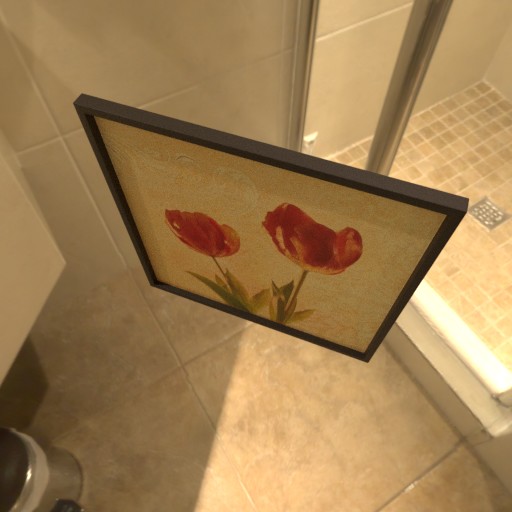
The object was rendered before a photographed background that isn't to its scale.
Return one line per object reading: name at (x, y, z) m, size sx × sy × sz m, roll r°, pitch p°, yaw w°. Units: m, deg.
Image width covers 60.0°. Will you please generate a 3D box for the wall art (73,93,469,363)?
wall art at (0.000, 0.000, 1.201) m, size 0.805 × 0.807 × 0.043 m, roll 18°, pitch 60°, yaw 11°
